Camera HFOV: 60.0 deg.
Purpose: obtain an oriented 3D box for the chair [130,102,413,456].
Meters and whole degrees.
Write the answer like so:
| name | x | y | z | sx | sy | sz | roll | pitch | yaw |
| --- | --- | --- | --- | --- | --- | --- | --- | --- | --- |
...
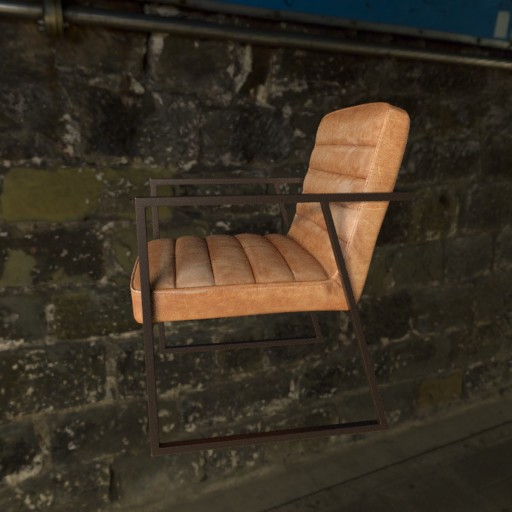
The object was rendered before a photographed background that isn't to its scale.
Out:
| name | x | y | z | sx | sy | sz | roll | pitch | yaw |
| --- | --- | --- | --- | --- | --- | --- | --- | --- | --- |
| chair | 0.000 | 0.000 | 1.291 | 0.677 | 0.832 | 0.571 | -2 | 14 | -9 |
